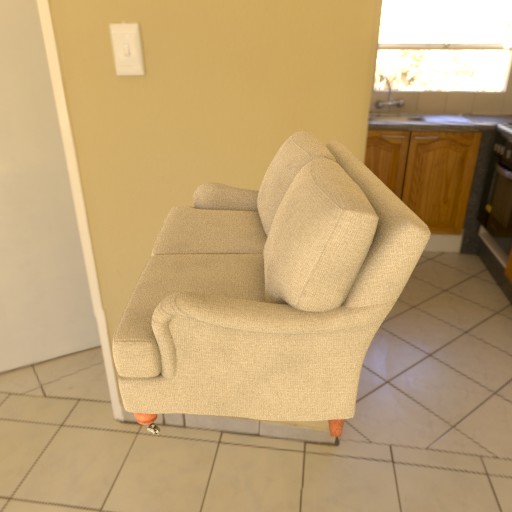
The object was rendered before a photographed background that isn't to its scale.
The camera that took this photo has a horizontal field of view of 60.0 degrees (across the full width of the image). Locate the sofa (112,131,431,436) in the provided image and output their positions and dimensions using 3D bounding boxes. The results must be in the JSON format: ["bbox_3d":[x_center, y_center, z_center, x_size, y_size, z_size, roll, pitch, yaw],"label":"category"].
[{"bbox_3d":[0.000,0.000,2.191,1.087,0.999,1.480,-1,25,-1],"label":"sofa"}]
